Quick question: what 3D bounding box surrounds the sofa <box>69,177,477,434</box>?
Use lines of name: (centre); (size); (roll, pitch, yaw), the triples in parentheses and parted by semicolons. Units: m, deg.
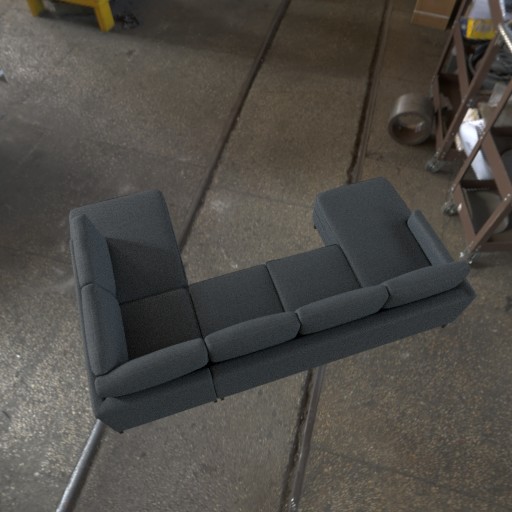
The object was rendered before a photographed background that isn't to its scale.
sofa: (0.000, 0.000, 3.810); (2.975, 0.858, 1.984); (-16, 59, -10)
